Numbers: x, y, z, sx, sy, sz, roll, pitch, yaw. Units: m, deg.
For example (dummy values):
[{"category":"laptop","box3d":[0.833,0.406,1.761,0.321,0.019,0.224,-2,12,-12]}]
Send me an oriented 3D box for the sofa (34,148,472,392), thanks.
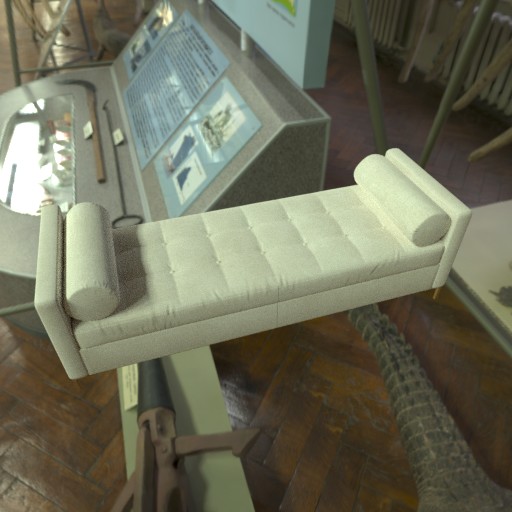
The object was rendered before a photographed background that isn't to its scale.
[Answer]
[{"category":"sofa","box3d":[0.000,0.000,2.336,1.981,0.635,0.686,-12,43,-13]}]
